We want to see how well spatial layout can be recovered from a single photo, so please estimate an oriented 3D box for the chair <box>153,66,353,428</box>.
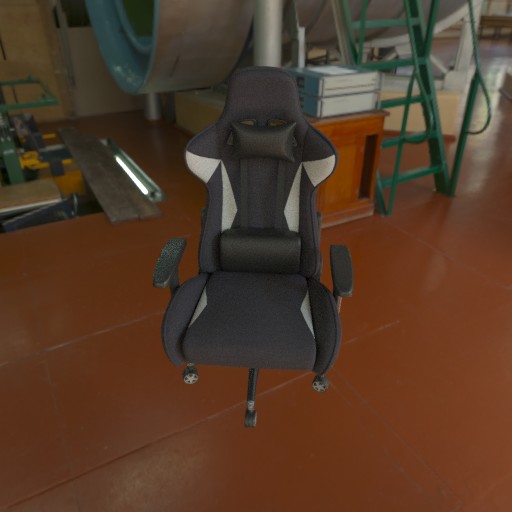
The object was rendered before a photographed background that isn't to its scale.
[{"bbox_3d":[0.000,0.000,1.742,0.730,1.300,0.695,2,31,4],"label":"chair"}]
